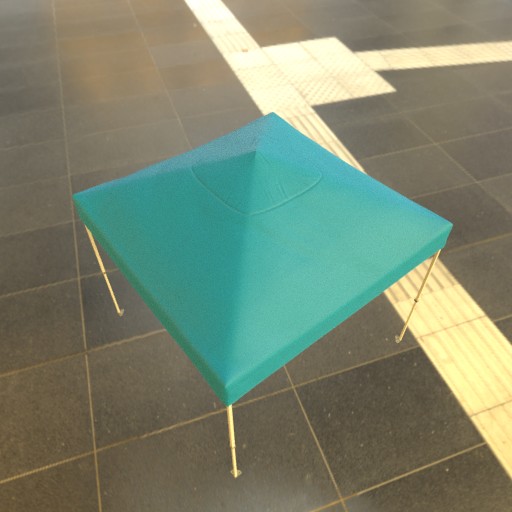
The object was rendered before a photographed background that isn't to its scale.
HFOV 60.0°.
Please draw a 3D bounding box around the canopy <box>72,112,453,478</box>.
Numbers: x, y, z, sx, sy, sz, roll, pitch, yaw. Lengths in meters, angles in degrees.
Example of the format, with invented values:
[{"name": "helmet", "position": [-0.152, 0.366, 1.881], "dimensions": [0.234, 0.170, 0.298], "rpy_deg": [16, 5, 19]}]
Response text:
[{"name": "canopy", "position": [0.000, 0.000, 5.392], "dimensions": [2.996, 2.997, 2.998], "rpy_deg": [-30, 54, -25]}]
